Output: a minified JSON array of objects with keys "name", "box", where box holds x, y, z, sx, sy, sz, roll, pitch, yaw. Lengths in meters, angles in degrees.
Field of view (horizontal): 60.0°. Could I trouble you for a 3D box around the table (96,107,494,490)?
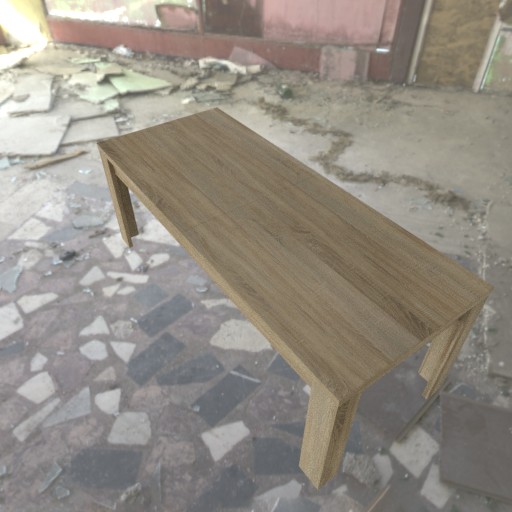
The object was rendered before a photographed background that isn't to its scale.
[{"name":"table","box":[0.000,0.000,2.606,0.900,0.790,2.200,-26,48,-26]}]
